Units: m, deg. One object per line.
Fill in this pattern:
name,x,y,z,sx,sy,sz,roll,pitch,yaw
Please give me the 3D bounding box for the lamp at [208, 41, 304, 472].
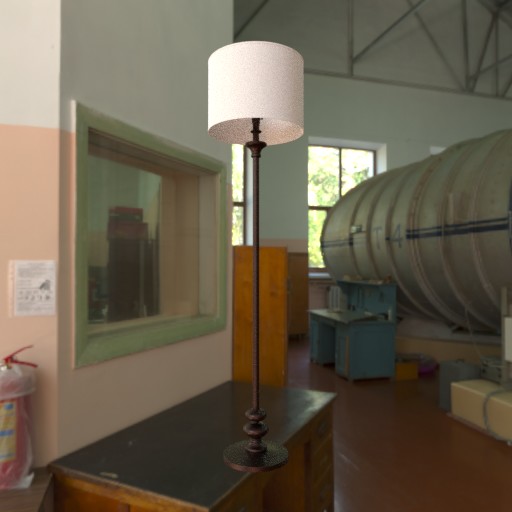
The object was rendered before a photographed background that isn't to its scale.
lamp,0.000,0.000,1.651,0.356,1.487,0.356,0,-1,18
